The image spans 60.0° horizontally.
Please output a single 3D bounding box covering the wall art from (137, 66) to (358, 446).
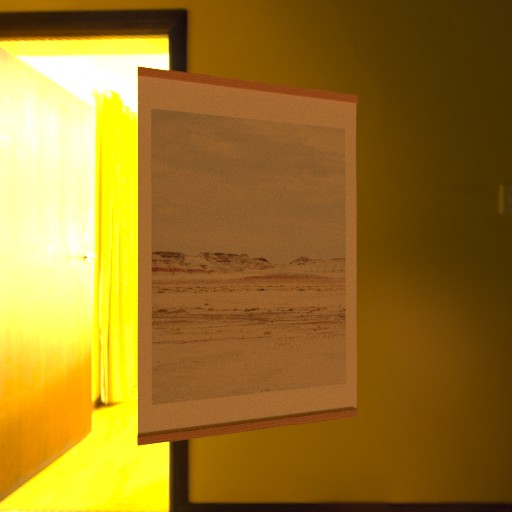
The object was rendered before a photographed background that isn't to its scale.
[{"bbox_3d":[0.000,0.000,1.949,1.011,1.521,0.025,0,0,-19],"label":"wall art"}]
